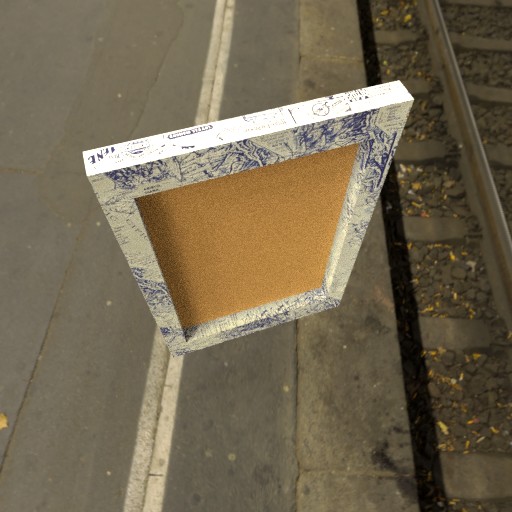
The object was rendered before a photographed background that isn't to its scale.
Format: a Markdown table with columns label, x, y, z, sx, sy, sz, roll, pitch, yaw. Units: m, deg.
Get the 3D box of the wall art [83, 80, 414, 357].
| label | x | y | z | sx | sy | sz | roll | pitch | yaw |
| --- | --- | --- | --- | --- | --- | --- | --- | --- | --- |
| wall art | 0.000 | 0.000 | 0.494 | 0.255 | 0.376 | 0.025 | -16 | 59 | -10 |
